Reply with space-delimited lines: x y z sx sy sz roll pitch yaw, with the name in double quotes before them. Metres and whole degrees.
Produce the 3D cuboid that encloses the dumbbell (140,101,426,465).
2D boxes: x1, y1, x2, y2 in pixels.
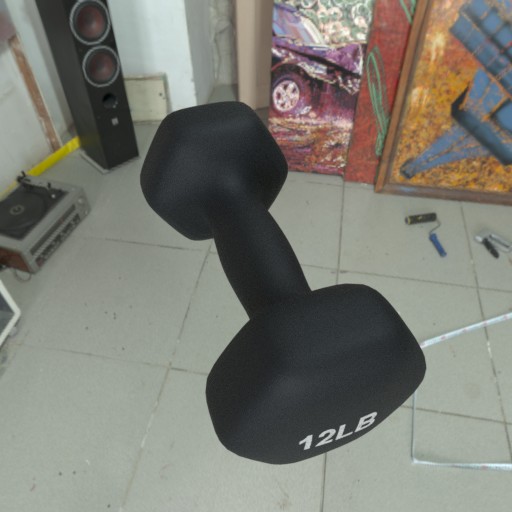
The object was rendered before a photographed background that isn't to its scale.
"dumbbell" 0.000 0.000 0.276 0.112 0.101 0.231 -15 49 -13
